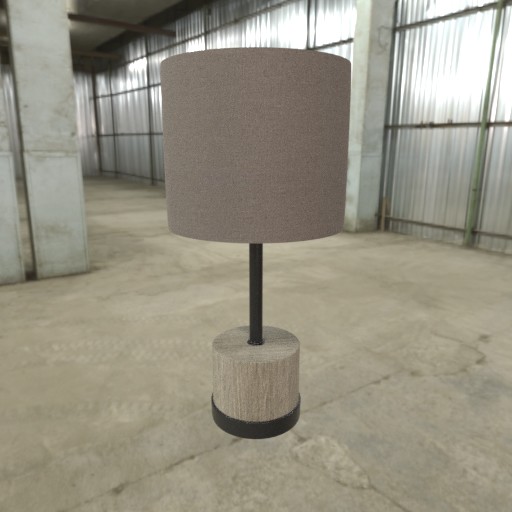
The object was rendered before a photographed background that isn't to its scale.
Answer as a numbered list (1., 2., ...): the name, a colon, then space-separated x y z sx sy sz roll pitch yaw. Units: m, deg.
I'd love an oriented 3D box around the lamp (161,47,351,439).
1. lamp: 0.000 0.000 0.593 0.229 0.470 0.229 -2 14 -7
